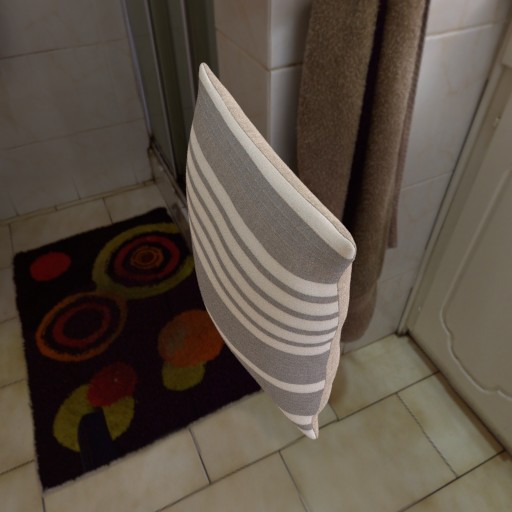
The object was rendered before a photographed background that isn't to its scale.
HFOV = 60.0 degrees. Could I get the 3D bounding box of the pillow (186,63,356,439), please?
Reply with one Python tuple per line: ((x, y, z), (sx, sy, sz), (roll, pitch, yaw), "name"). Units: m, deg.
((0.000, 0.000, 0.686), (0.182, 0.440, 0.439), (-17, 48, -16), "pillow")
